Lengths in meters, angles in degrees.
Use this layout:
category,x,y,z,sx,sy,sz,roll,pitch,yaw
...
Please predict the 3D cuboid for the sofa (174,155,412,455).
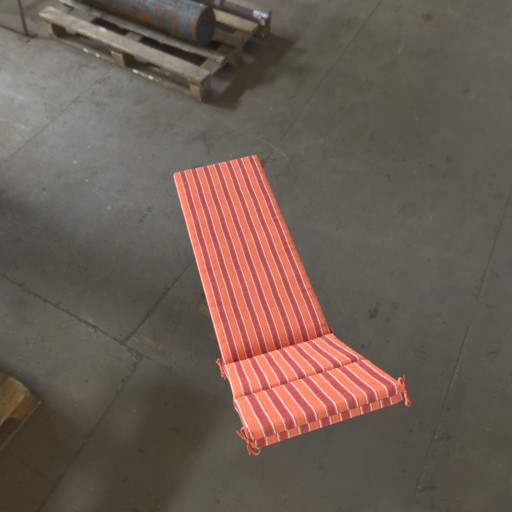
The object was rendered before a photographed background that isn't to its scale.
category,x,y,z,sx,sy,sz,roll,pitch,yaw
sofa,0.000,0.000,2.006,0.582,0.622,1.663,-14,60,-9
